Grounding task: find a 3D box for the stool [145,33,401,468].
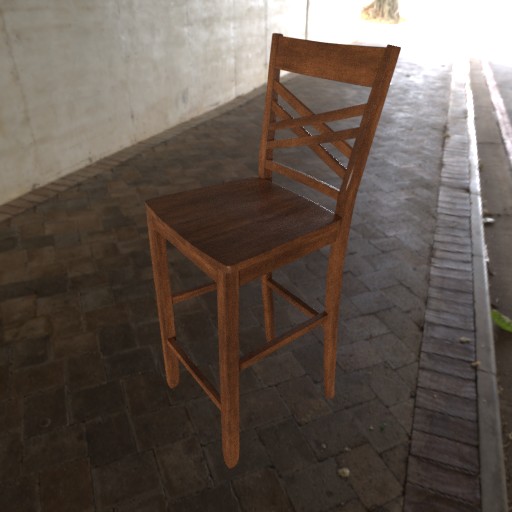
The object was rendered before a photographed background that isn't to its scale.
[{"bbox_3d":[0.000,0.000,1.271,0.487,1.105,0.433,-20,36,-30],"label":"stool"}]
